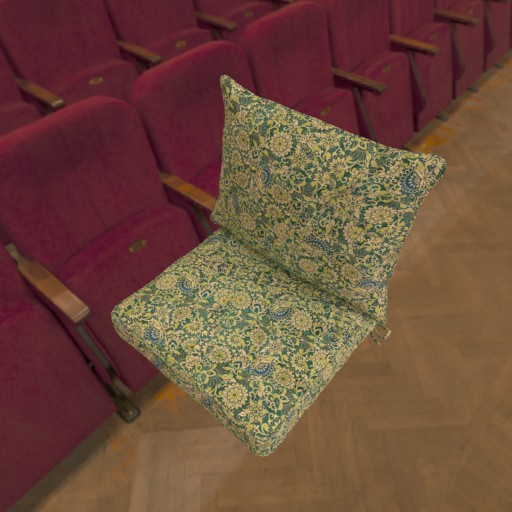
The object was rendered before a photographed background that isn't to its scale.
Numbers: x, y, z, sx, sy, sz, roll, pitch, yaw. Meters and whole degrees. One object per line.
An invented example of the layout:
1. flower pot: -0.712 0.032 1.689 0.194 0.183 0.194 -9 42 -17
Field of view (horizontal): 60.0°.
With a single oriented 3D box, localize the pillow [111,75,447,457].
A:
1. pillow: 0.000 0.000 1.355 0.798 0.722 0.740 32 54 27
